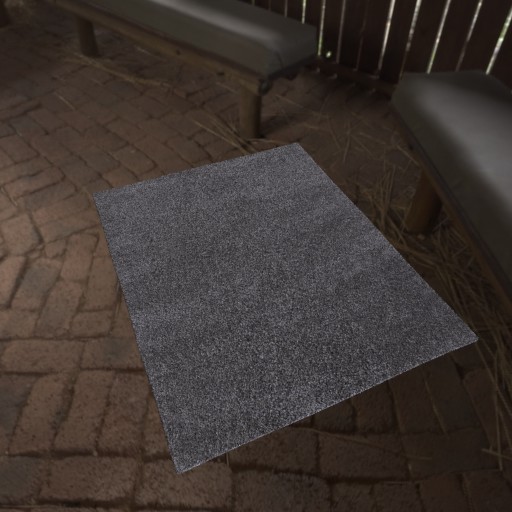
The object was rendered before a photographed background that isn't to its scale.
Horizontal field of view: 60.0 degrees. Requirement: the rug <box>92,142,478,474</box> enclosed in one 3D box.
[{"bbox_3d":[0.000,0.000,4.003,2.401,0.025,3.000,-18,49,-16],"label":"rug"}]
